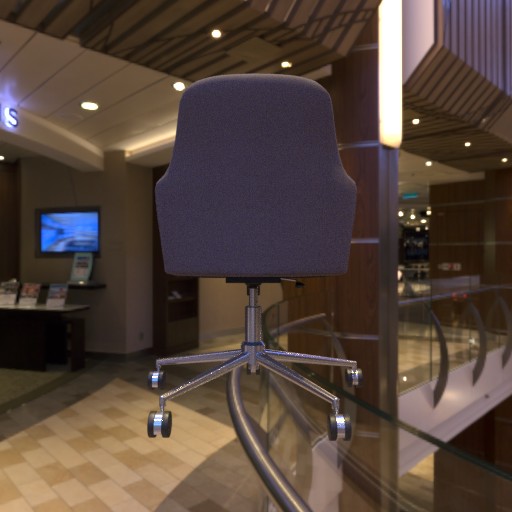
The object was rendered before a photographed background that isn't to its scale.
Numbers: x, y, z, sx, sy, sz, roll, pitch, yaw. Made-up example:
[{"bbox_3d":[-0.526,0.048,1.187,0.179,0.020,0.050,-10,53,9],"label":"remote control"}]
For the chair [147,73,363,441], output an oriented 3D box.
[{"bbox_3d":[0.000,0.000,1.262,0.655,0.820,0.600,0,0,0],"label":"chair"}]
